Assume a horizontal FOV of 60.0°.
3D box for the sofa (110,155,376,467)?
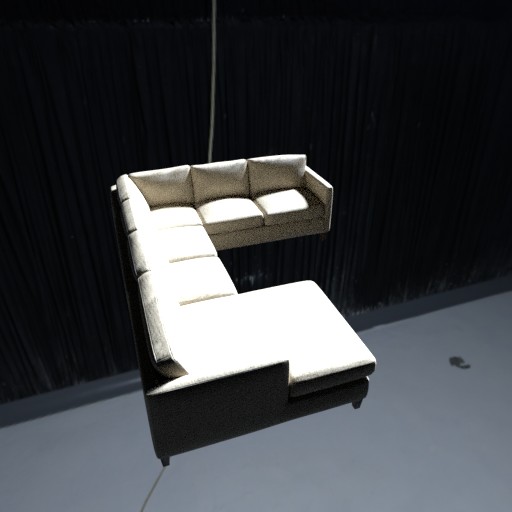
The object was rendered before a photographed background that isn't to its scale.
[{"bbox_3d":[0.000,0.000,4.454,2.593,0.959,3.460,-10,33,-16],"label":"sofa"}]
